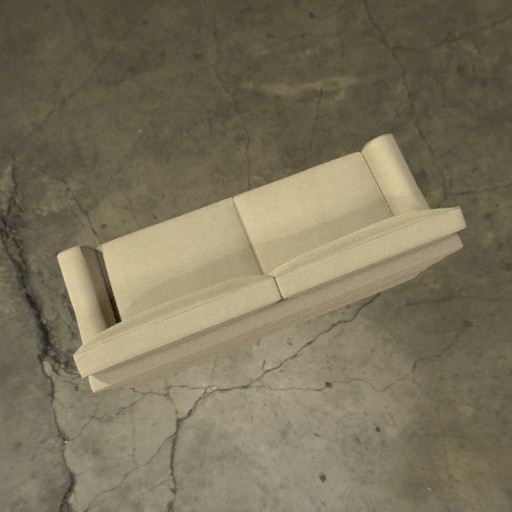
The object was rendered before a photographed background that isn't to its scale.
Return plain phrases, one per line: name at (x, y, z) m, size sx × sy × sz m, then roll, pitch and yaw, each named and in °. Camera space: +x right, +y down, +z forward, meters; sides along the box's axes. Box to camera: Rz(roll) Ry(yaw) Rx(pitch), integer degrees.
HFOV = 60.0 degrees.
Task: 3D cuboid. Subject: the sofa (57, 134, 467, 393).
sofa at (0.000, 0.000, 2.724) m, size 2.246 × 1.014 × 0.900 m, roll -21°, pitch 76°, yaw -6°
